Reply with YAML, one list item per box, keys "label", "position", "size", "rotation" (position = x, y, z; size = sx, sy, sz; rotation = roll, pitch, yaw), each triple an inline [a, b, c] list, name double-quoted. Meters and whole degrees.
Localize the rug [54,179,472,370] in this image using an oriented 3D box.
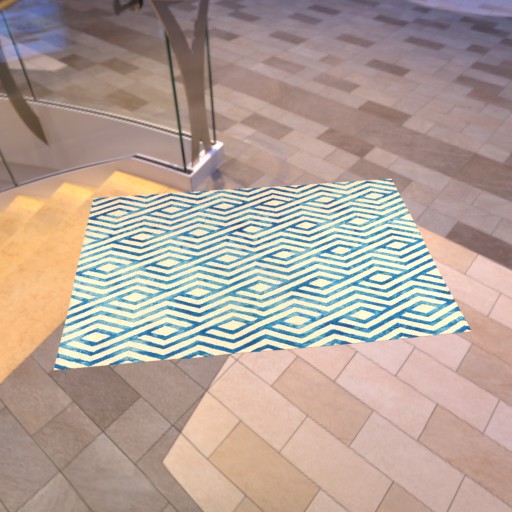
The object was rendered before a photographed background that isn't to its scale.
- label: "rug"
  position: [0.000, 0.000, 3.088]
  size: [2.439, 0.008, 1.531]
  rotation: [-4, 46, -4]
